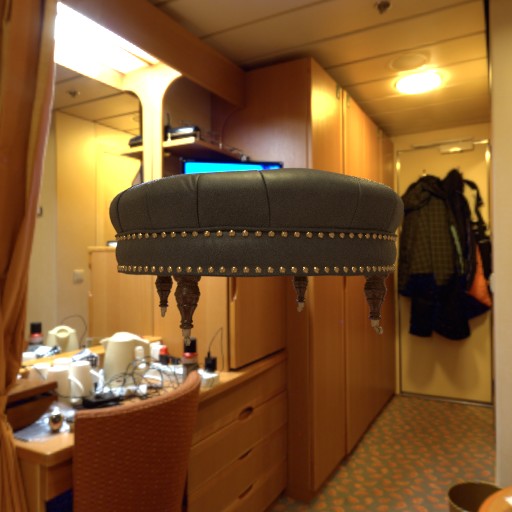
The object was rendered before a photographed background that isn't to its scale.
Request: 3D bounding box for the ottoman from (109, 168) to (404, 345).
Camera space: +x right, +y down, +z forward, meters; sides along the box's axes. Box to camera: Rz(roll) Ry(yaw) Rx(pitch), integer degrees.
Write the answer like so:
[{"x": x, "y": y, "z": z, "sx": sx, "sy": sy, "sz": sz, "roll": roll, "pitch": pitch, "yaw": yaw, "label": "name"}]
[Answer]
[{"x": 0.000, "y": 0.000, "z": 1.415, "sx": 0.901, "sy": 0.439, "sz": 0.901, "roll": 0, "pitch": 0, "yaw": 0, "label": "ottoman"}]
